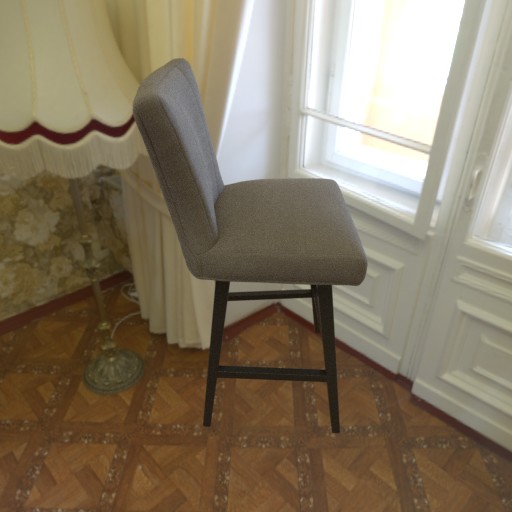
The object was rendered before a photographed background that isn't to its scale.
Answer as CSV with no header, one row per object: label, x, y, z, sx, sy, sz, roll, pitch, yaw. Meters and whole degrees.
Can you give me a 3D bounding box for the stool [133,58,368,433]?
stool,0.000,0.000,1.400,0.574,1.086,0.514,0,33,0
